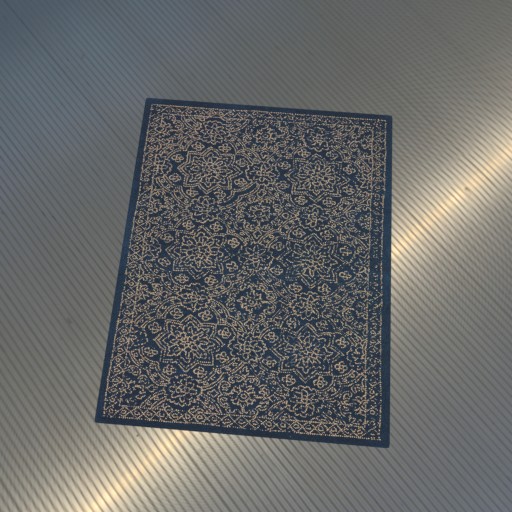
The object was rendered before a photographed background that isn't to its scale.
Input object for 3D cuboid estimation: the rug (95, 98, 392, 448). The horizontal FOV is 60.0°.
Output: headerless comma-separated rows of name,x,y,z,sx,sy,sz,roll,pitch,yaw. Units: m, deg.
rug,0.000,0.000,4.008,2.438,0.010,3.048,5,76,1
